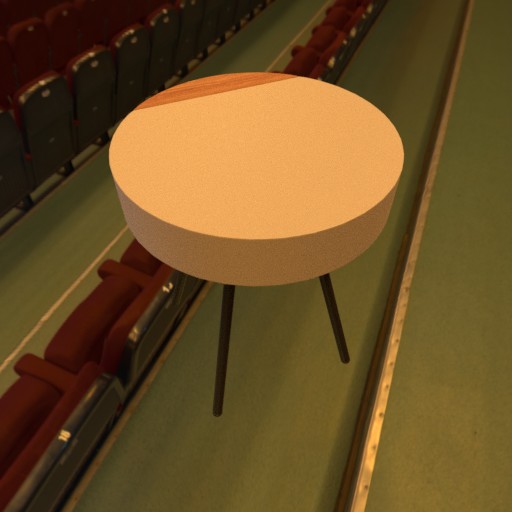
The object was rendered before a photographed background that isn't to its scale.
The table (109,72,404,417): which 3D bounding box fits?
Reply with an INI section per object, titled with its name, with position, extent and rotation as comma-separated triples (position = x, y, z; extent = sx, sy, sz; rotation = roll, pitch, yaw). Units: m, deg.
[table]
position = 0.000, 0.000, 0.858
extent = 0.450, 0.525, 0.450
rotation = 0, 47, 0
